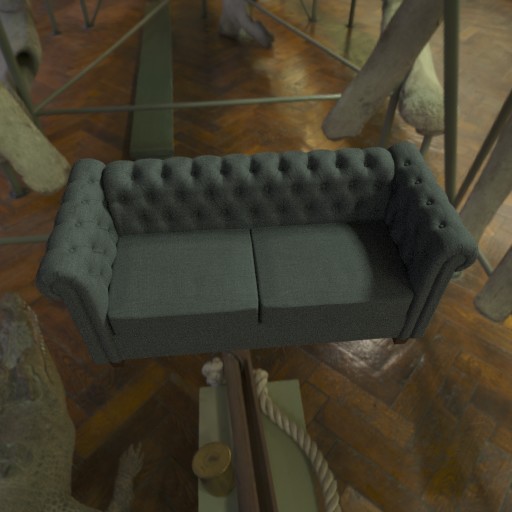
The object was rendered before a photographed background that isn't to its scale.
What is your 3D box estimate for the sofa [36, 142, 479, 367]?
[{"bbox_3d":[0.000,0.000,2.253,1.798,0.797,0.783,-4,46,-4],"label":"sofa"}]
